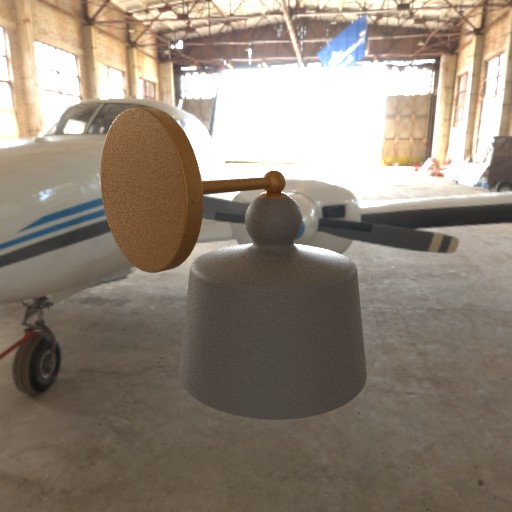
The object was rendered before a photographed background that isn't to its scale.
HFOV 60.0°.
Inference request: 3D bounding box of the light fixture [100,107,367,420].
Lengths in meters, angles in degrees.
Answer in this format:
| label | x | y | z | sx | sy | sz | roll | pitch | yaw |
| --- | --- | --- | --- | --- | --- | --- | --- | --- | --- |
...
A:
| label | x | y | z | sx | sy | sz | roll | pitch | yaw |
| --- | --- | --- | --- | --- | --- | --- | --- | --- | --- |
| light fixture | 0.000 | 0.000 | 0.443 | 0.254 | 0.268 | 0.204 | -13 | 19 | -43 |
